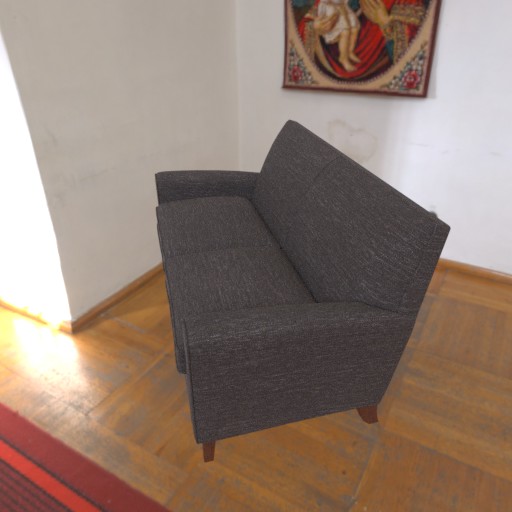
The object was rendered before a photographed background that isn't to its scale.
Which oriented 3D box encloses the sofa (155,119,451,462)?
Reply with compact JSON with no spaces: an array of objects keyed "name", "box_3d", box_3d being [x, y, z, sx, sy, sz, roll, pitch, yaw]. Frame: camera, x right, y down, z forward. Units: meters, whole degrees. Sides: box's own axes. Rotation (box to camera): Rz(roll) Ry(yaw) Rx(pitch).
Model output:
[{"name":"sofa","box_3d":[0.000,0.000,2.075,0.867,0.905,1.509,-7,31,-13]}]
